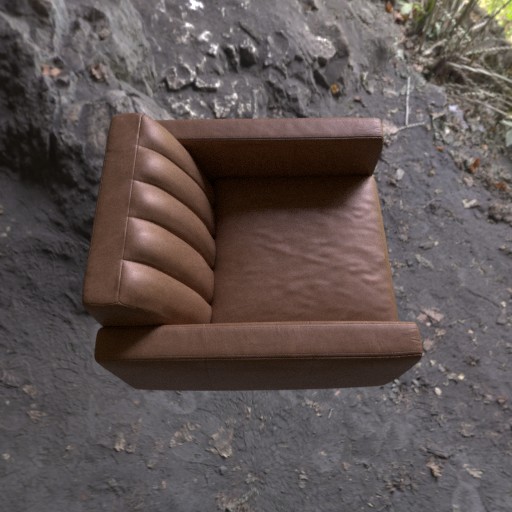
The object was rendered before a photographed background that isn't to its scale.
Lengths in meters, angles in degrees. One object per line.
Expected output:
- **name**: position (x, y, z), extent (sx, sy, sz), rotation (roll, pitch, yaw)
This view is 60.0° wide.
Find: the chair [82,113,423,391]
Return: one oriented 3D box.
- **chair**: position (0.000, 0.000, 1.681), extent (0.998, 0.819, 0.953), rotation (-1, 64, 0)
